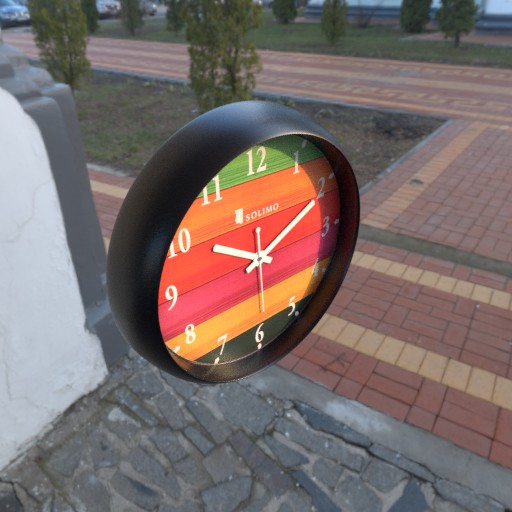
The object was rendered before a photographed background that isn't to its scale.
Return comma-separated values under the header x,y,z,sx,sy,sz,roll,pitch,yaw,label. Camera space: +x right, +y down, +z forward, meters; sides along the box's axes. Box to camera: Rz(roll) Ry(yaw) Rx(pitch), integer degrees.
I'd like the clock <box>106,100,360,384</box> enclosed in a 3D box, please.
x,y,z,sx,sy,sz,roll,pitch,yaw,label
0.000,0.000,0.458,0.300,0.300,0.060,-24,38,-34,clock
